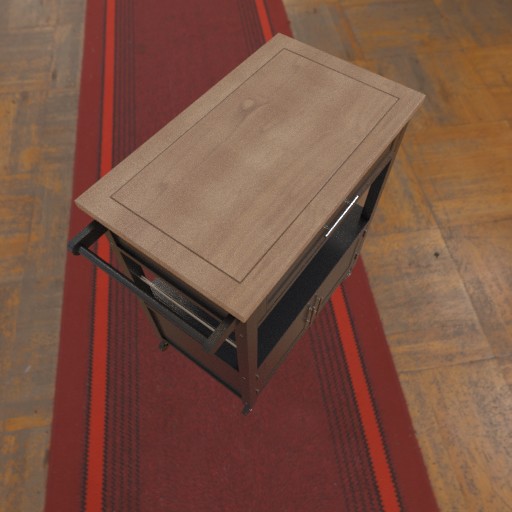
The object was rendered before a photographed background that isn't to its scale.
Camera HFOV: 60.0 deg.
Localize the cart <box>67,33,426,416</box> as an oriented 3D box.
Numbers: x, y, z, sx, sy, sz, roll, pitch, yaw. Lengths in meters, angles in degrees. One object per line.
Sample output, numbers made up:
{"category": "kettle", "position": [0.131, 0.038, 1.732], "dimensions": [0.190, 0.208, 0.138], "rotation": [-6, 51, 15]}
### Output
{"category": "cart", "position": [0.000, 0.000, 1.403], "dimensions": [0.459, 0.901, 0.840], "rotation": [32, 64, 18]}
